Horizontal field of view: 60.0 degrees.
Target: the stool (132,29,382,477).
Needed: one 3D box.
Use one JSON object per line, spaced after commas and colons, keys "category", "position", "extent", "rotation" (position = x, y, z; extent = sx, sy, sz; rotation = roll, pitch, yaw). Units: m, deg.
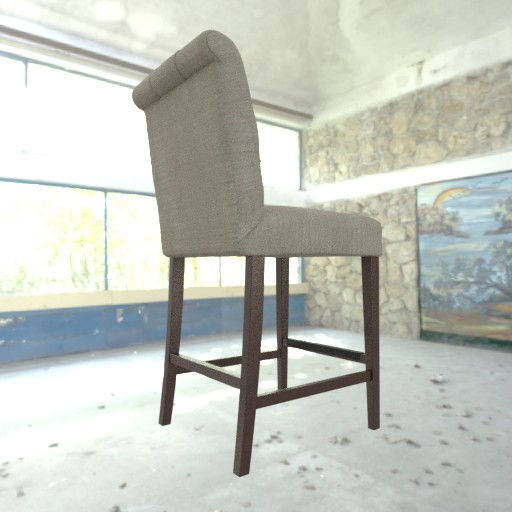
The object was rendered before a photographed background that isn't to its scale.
{"category": "stool", "position": [0.000, 0.000, 1.399], "extent": [0.660, 1.084, 0.486], "rotation": [1, -1, -37]}
